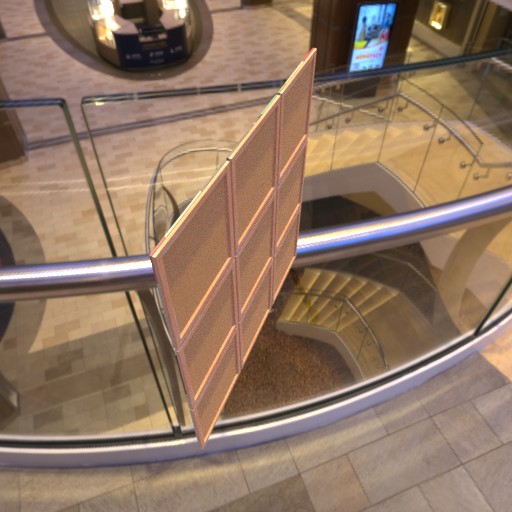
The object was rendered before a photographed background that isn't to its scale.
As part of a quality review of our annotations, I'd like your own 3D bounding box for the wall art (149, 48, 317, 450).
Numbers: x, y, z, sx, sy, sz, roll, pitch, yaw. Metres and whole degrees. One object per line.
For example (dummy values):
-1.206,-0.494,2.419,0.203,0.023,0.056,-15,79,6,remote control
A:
0.000,0.000,1.366,0.012,0.910,0.911,17,50,15,wall art
